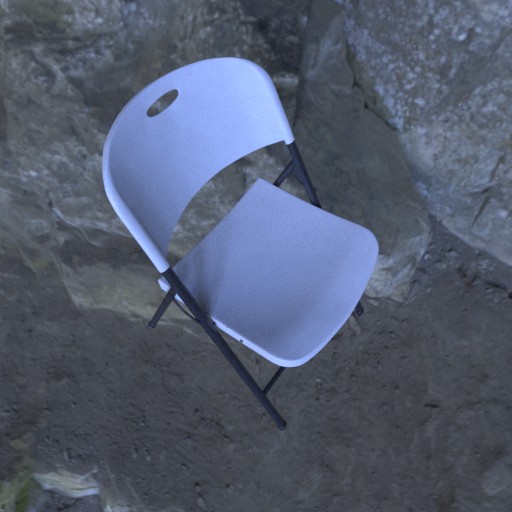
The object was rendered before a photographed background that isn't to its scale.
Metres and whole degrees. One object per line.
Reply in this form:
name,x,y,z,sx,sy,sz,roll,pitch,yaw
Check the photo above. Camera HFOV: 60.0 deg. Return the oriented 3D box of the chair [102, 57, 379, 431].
chair,0.000,0.000,1.163,0.566,0.810,0.494,33,64,18
